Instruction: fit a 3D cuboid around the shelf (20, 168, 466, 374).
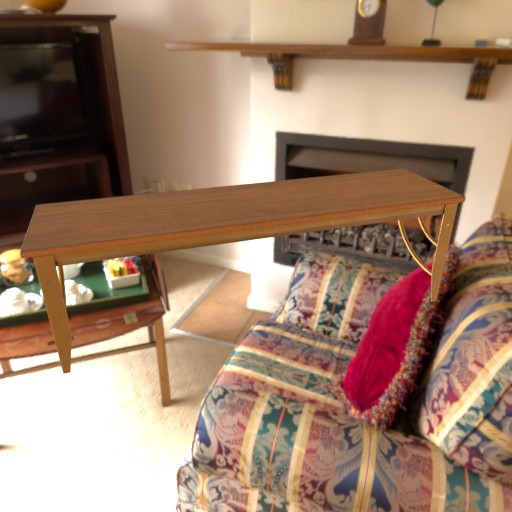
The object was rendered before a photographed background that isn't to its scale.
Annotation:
[{"bbox_3d":[0.000,0.000,0.720,0.636,0.190,0.166,-8,28,-16],"label":"shelf"}]
